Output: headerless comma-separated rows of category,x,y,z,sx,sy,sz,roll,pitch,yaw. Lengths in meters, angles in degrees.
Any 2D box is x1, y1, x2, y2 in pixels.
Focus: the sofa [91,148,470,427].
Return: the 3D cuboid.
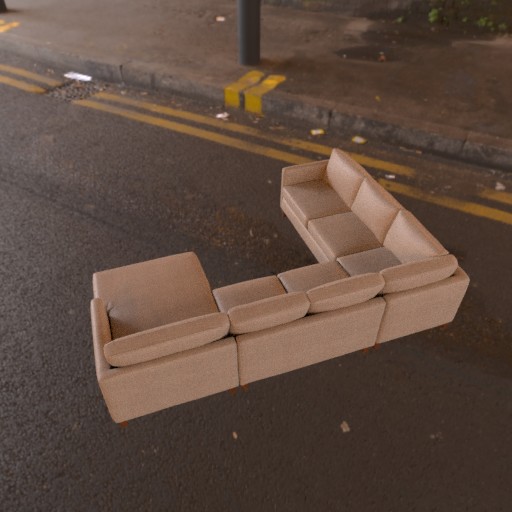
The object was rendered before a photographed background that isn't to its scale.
sofa,0.000,0.000,4.838,3.460,0.961,2.594,-13,42,-15
